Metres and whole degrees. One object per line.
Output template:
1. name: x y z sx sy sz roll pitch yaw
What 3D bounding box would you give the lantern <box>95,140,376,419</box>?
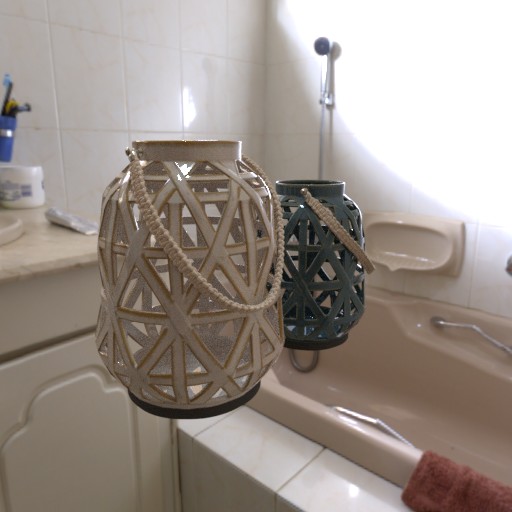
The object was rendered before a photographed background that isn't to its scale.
1. lantern: 0.000 0.000 0.615 0.245 0.307 0.439 13 19 43
